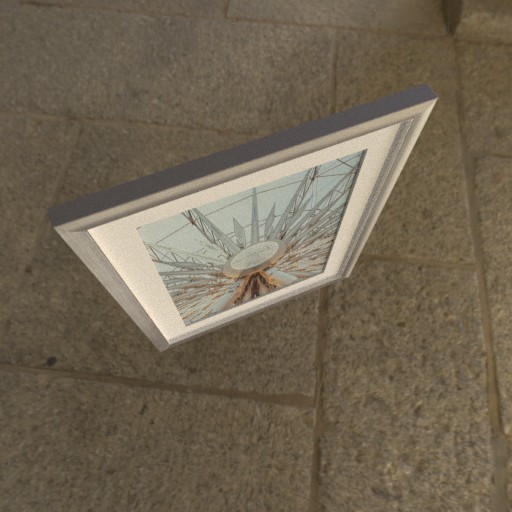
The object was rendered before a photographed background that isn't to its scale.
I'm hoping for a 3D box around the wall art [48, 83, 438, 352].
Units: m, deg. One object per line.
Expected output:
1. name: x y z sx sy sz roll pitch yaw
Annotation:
1. wall art: 0.000 0.000 0.745 0.458 0.558 0.029 -21 67 -9
